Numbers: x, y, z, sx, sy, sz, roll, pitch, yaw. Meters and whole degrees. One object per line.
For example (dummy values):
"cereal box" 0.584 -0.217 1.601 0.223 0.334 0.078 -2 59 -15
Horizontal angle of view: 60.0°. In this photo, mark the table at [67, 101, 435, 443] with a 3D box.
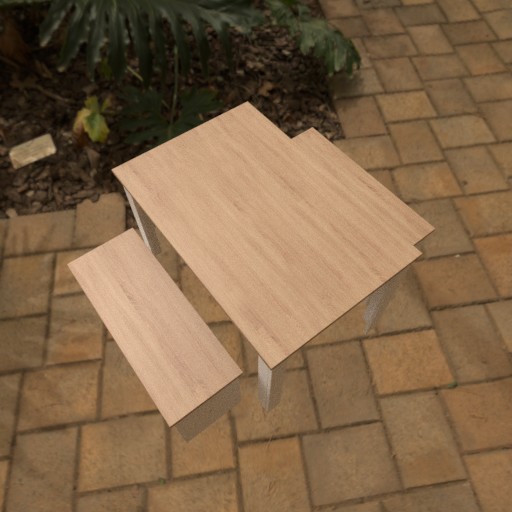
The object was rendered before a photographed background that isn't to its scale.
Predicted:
"table" 0.000 0.000 2.079 1.443 0.700 1.100 -33 63 -19
